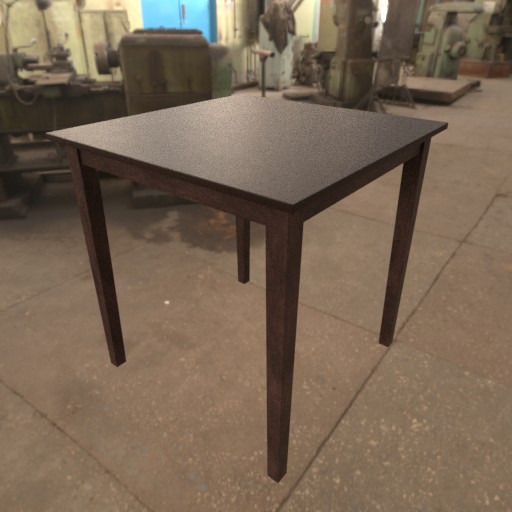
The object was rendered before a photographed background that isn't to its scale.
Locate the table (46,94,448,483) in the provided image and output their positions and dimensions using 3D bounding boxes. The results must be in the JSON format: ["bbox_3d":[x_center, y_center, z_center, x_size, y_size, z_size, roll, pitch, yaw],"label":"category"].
[{"bbox_3d":[0.000,0.000,1.347,0.749,0.770,0.749,21,35,33],"label":"table"}]
